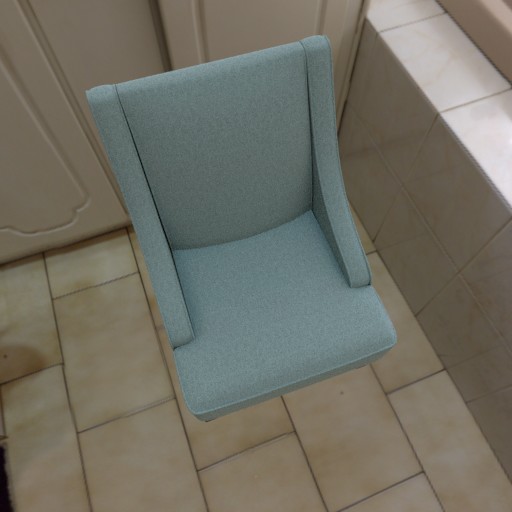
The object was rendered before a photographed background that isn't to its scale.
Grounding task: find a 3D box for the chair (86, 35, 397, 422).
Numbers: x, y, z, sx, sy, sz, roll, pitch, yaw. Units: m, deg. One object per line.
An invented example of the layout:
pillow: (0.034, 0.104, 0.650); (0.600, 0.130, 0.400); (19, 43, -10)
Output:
chair: (0.000, 0.000, 1.803); (0.857, 1.133, 1.025); (-17, 65, -8)
